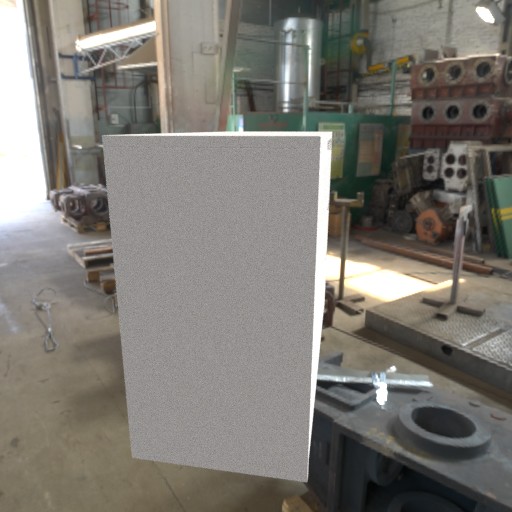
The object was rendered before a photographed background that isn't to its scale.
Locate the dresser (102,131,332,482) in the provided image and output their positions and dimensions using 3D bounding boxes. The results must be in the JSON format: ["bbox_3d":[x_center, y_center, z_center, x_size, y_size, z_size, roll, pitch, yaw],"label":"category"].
[{"bbox_3d":[0.000,0.000,1.533,0.460,0.820,1.100,3,16,10],"label":"dresser"}]
